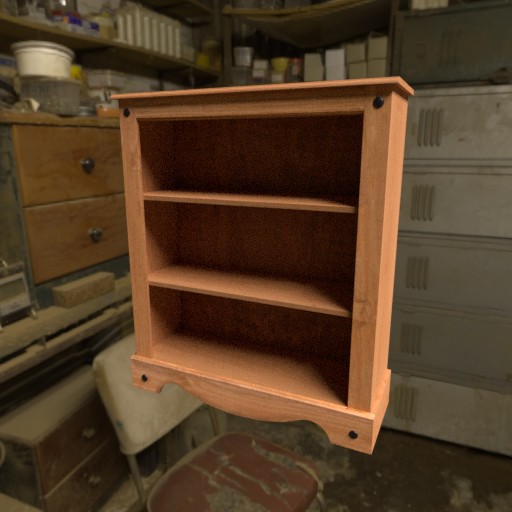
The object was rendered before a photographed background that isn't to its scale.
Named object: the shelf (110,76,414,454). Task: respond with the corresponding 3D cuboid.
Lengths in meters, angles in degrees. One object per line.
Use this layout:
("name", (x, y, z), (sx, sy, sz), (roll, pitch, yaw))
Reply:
("shelf", (0.000, 0.000, 1.406), (0.840, 0.980, 0.291), (7, 15, 25))
